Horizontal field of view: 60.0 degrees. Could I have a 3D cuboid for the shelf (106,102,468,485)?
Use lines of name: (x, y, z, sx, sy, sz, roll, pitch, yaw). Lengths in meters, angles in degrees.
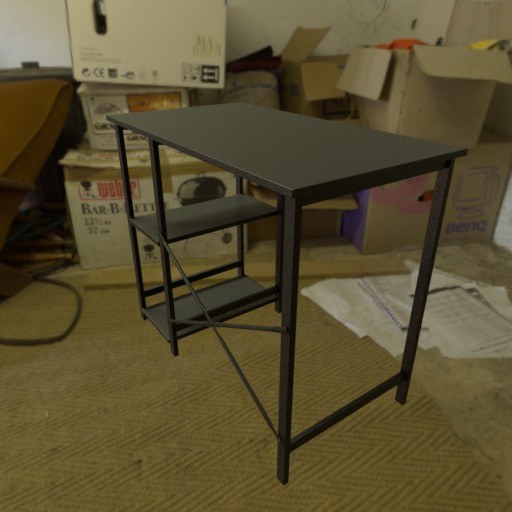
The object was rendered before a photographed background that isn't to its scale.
shelf: (0.000, 0.000, 1.336, 0.498, 0.749, 0.902, -18, 32, -31)
